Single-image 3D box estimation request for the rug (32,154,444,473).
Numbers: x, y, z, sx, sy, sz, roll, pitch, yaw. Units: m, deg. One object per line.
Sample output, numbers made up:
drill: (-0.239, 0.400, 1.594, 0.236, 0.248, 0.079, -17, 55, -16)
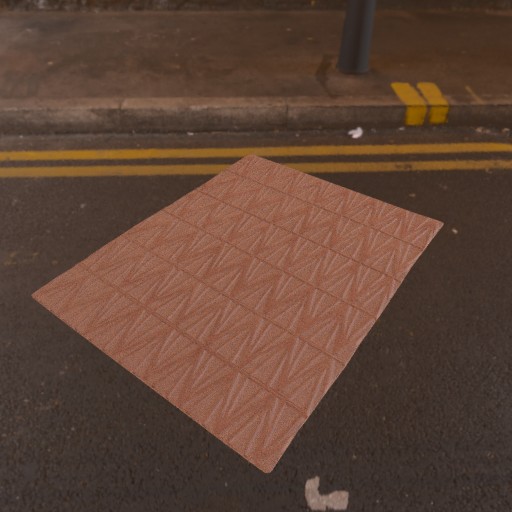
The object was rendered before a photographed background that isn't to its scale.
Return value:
rug: (0.000, 0.000, 4.076, 2.453, 0.043, 3.052, 26, 48, 27)
